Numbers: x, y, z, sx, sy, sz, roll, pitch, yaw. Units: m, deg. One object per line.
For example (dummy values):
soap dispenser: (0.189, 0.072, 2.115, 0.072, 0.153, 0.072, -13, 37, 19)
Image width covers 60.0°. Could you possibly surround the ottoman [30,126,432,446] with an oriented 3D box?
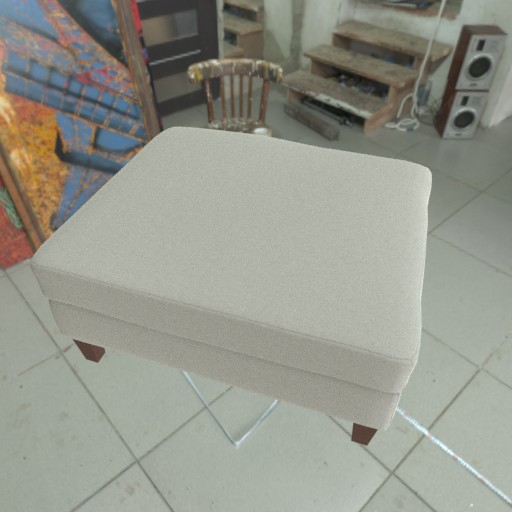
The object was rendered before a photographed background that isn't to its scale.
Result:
ottoman: (0.000, 0.000, 1.424, 0.976, 0.492, 0.836, 13, 44, 13)
